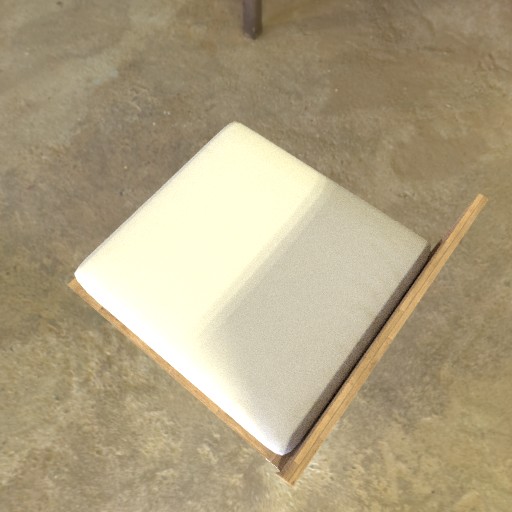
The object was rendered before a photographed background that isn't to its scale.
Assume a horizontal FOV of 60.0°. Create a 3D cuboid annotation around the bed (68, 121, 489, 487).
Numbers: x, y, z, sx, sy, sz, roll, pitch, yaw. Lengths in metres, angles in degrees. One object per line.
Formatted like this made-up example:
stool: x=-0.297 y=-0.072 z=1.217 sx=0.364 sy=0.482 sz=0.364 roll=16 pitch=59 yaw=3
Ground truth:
bed: x=0.000 y=0.000 z=3.292 sx=2.167 sy=1.100 sz=2.116 roll=36 pitch=70 yaw=15
